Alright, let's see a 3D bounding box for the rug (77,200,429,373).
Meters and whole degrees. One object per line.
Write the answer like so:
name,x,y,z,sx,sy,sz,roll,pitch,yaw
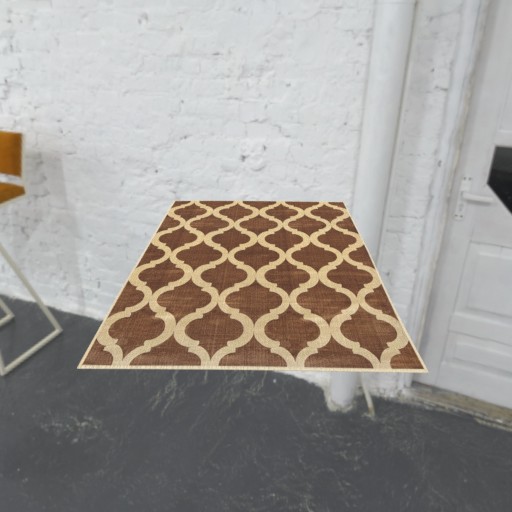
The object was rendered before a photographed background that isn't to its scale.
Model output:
rug,0.000,0.000,2.930,1.522,0.008,2.284,0,25,1
